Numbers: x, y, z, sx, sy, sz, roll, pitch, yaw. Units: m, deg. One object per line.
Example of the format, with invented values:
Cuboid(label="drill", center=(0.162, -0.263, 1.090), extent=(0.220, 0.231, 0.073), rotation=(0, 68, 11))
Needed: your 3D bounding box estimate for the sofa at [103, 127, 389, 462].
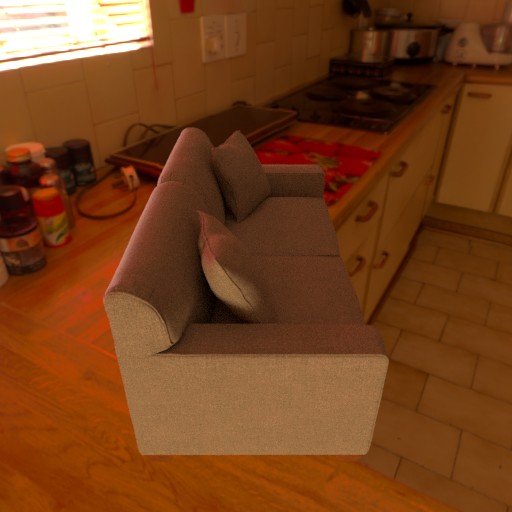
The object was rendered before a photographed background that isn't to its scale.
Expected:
Cuboid(label="sofa", center=(0.000, 0.000, 2.387), extent=(1.000, 0.958, 1.846), rotation=(0, 32, 0))
